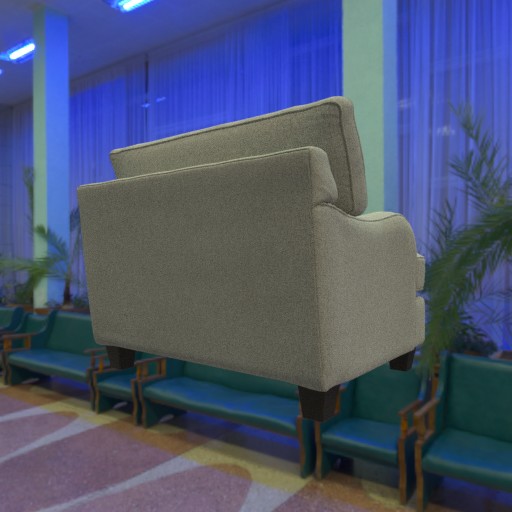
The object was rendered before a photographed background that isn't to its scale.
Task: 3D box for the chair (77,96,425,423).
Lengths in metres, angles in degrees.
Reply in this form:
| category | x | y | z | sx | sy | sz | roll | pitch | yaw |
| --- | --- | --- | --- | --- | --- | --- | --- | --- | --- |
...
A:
| category | x | y | z | sx | sy | sz | roll | pitch | yaw |
| --- | --- | --- | --- | --- | --- | --- | --- | --- | --- |
| chair | 0.000 | 0.000 | 1.975 | 1.220 | 1.016 | 1.041 | 0 | 0 | 38 |
